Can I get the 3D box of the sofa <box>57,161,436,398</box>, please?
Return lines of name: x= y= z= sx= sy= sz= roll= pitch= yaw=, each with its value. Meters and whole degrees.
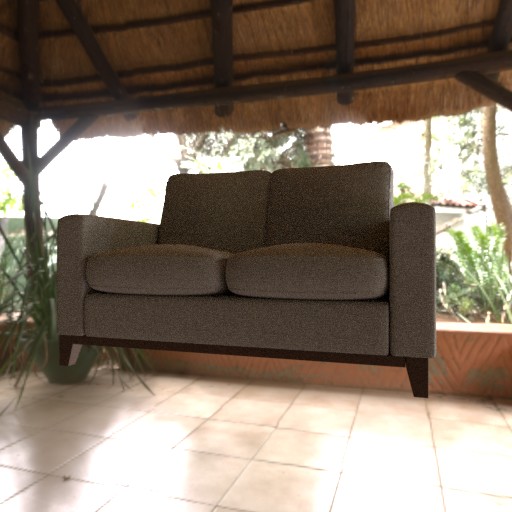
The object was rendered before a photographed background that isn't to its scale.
sofa: x=0.000 y=0.000 z=1.964 sx=1.420 sy=0.873 sz=0.917 roll=0 pitch=0 yaw=17
